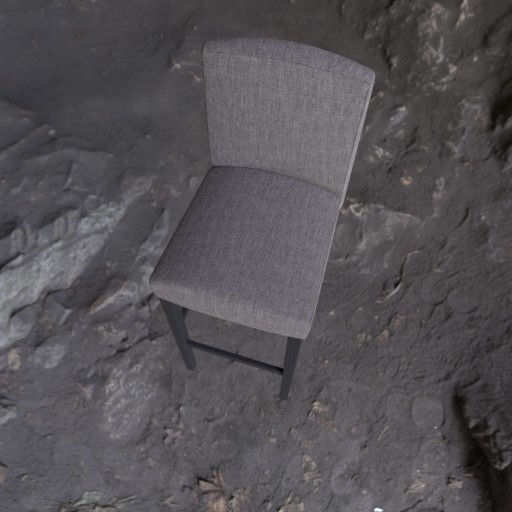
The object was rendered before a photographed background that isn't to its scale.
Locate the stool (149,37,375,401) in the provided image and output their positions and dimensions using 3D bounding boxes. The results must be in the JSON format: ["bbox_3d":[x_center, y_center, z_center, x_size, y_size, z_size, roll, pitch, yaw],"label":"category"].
[{"bbox_3d":[0.000,0.000,1.413,0.451,1.138,0.552,15,58,9],"label":"stool"}]
